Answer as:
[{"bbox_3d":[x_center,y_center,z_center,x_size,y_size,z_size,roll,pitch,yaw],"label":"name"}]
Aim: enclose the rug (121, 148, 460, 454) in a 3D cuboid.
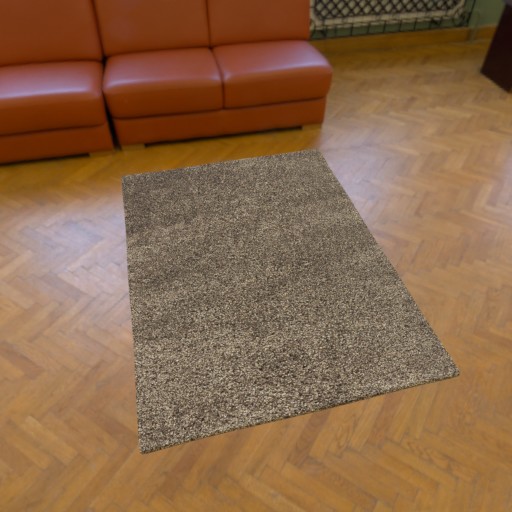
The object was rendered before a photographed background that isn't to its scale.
[{"bbox_3d":[0.000,0.000,2.119,1.198,0.025,1.601,-10,47,-10],"label":"rug"}]
